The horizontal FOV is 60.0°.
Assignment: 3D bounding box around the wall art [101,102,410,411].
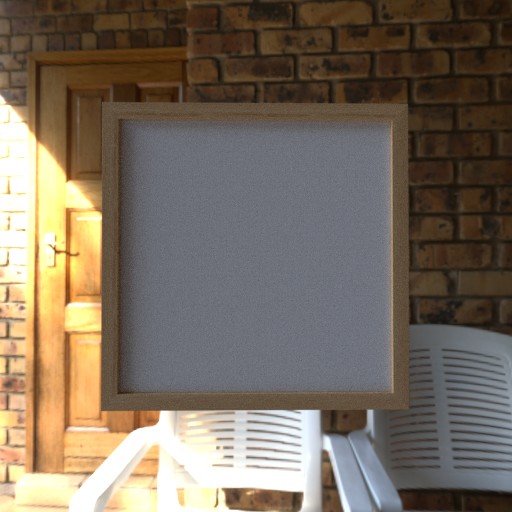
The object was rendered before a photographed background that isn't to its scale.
[{"bbox_3d":[0.000,0.000,1.112,0.762,0.762,0.027,0,-1,-1],"label":"wall art"}]
